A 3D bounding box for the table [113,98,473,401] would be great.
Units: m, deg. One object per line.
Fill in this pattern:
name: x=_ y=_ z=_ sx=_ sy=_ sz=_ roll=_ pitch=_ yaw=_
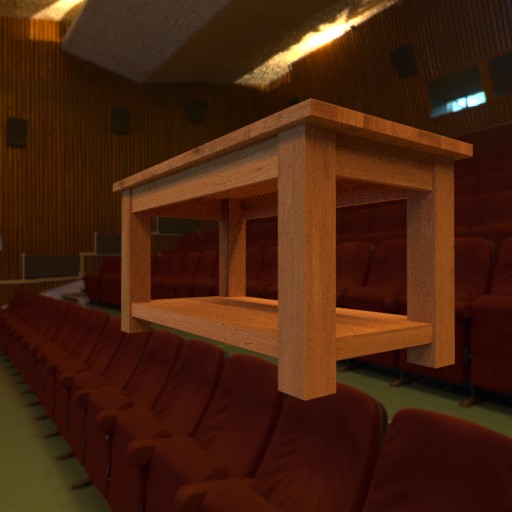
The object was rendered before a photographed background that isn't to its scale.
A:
table: x=0.000 y=0.000 z=1.141 sx=0.450 sy=0.452 sz=0.899 roll=0 pitch=-1 yaw=-36
